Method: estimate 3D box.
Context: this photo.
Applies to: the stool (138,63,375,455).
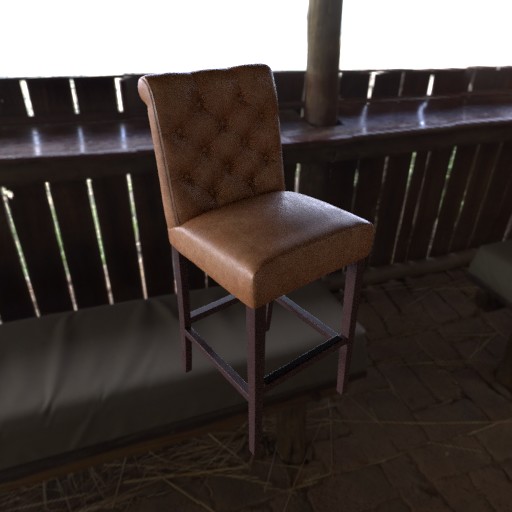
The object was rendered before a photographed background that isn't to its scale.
[{"bbox_3d":[0.000,0.000,1.515,0.493,1.140,0.601,-22,37,-32],"label":"stool"}]
